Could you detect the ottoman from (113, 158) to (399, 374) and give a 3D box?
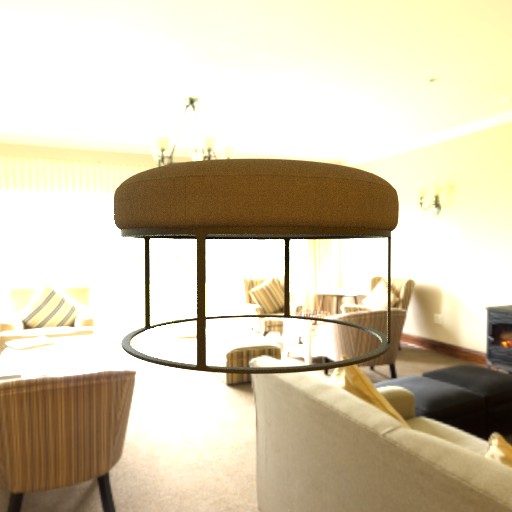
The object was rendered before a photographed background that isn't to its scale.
[{"bbox_3d":[0.000,0.000,1.253,0.772,0.460,0.772,0,1,0],"label":"ottoman"}]
